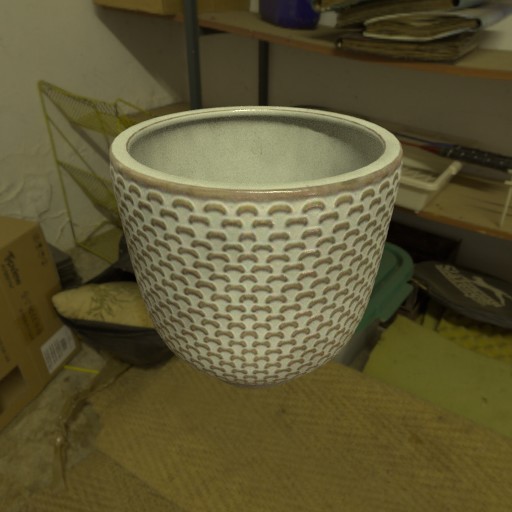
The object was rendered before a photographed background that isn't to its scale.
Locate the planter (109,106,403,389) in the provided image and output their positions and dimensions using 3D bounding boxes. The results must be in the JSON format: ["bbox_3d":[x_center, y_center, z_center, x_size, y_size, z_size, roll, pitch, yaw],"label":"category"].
[{"bbox_3d":[0.000,0.000,0.352,0.197,0.191,0.197,0,31,0],"label":"planter"}]
